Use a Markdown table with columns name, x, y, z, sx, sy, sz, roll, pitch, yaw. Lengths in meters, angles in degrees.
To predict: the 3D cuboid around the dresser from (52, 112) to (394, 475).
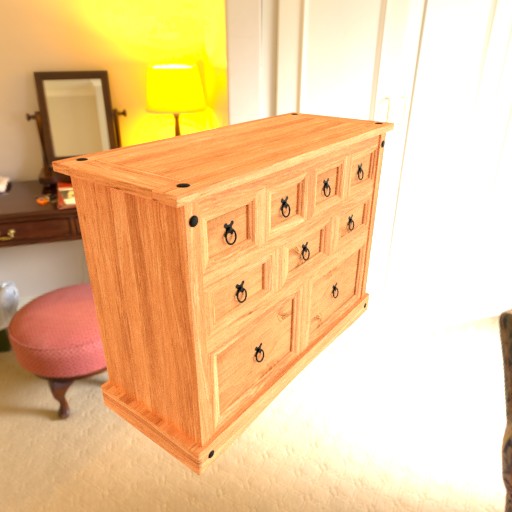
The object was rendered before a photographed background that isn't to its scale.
| name | x | y | z | sx | sy | sz | roll | pitch | yaw |
| --- | --- | --- | --- | --- | --- | --- | --- | --- | --- |
| dresser | 0.000 | 0.000 | 1.407 | 0.410 | 0.740 | 0.990 | 19 | 32 | 33 |
